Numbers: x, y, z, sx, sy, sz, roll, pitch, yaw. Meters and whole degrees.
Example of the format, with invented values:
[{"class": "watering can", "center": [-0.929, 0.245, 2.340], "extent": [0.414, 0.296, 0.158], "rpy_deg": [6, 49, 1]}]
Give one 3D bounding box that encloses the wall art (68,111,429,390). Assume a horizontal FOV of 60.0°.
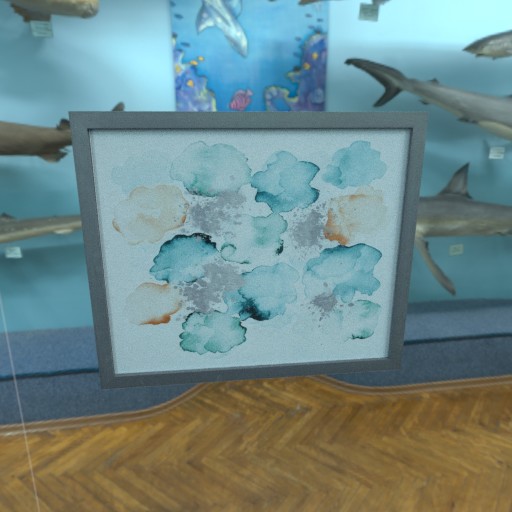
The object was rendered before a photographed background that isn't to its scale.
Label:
[{"class": "wall art", "center": [0.000, 0.000, 0.901], "extent": [0.660, 0.558, 0.026], "rpy_deg": [-2, 17, -7]}]
